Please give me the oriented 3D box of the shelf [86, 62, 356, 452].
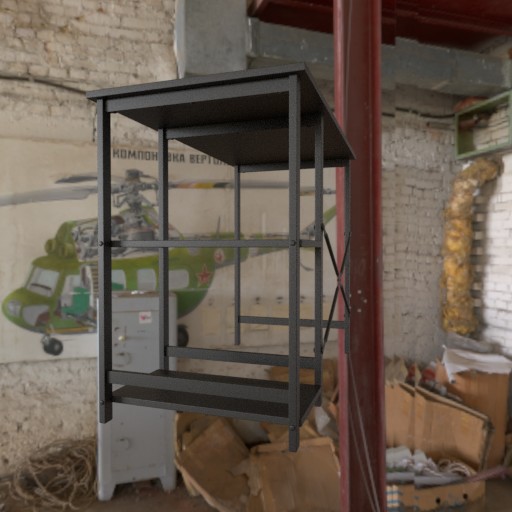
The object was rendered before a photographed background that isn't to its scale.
[{"bbox_3d":[0.000,0.000,1.344,0.498,0.749,0.902,0,1,19],"label":"shelf"}]
